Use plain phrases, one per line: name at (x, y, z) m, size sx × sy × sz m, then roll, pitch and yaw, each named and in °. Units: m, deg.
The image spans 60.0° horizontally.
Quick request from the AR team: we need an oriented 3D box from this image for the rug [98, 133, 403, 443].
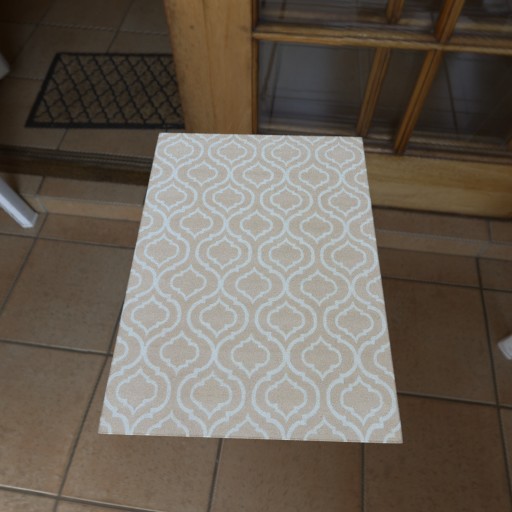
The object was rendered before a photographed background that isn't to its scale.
rug at (0.000, 0.000, 2.765) m, size 1.524 × 0.010 × 2.134 m, roll 1°, pitch 58°, yaw 1°
